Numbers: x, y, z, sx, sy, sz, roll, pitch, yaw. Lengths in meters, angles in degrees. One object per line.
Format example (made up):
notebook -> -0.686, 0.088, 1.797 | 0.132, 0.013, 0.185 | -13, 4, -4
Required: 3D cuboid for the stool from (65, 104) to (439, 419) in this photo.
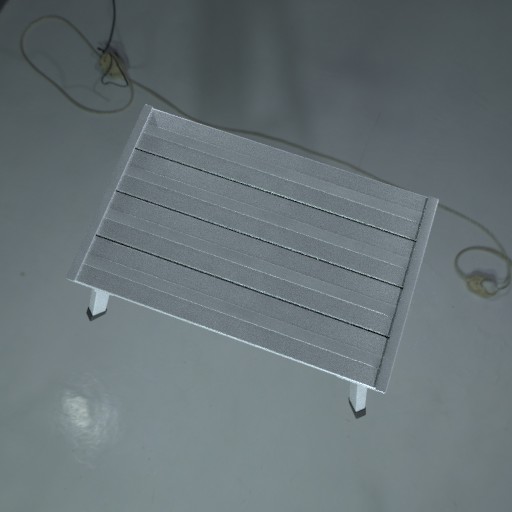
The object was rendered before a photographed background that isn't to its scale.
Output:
stool -> 0.000, 0.000, 0.727 | 0.535, 0.225, 0.385 | 19, 78, 4
